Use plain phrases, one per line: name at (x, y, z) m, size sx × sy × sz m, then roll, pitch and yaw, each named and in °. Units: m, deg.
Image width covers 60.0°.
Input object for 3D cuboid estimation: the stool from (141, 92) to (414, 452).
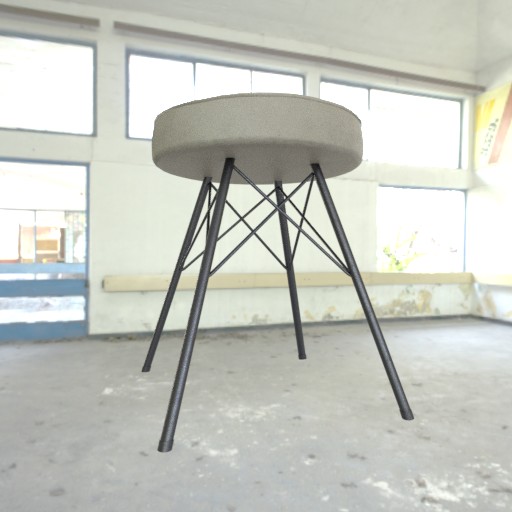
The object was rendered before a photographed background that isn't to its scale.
stool at (0.000, 0.000, 0.885) m, size 0.423 × 0.538 × 0.457 m, roll 0°, pitch 0°, yaw -17°
